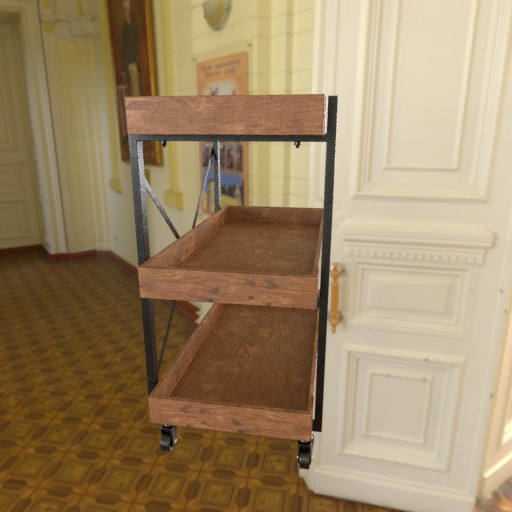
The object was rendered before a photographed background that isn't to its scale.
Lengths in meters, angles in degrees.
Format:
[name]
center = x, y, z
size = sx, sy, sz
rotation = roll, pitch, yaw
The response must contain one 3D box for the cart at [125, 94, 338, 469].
[cart]
center = 0.000, 0.000, 1.241
size = 0.411, 0.800, 0.750
rotation = 3, 16, 10
